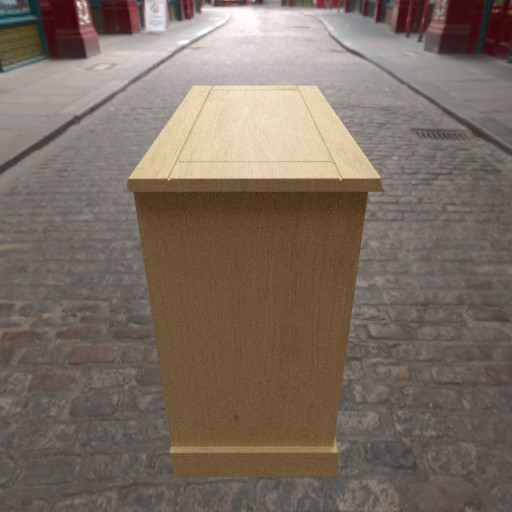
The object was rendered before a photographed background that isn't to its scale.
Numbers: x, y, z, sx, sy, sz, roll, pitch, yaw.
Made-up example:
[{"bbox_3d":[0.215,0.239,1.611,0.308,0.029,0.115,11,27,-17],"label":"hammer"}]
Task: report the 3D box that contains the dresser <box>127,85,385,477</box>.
[{"bbox_3d":[0.000,0.000,1.352,0.440,0.835,0.915,0,30,0],"label":"dresser"}]
